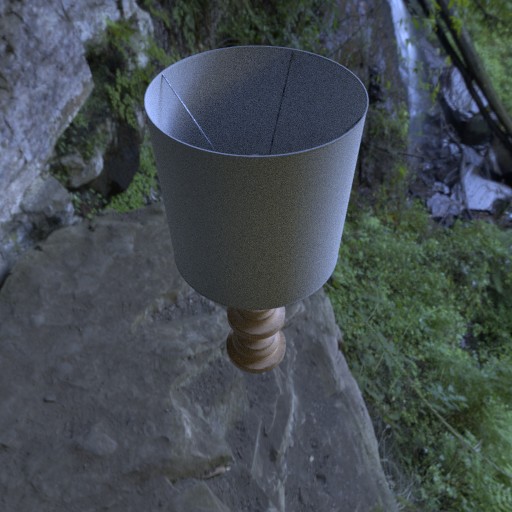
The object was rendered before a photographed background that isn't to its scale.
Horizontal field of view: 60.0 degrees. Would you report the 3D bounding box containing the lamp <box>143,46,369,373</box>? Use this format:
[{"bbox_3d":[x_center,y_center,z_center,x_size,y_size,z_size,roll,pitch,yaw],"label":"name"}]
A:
[{"bbox_3d":[0.000,0.000,0.584,0.208,0.455,0.208,2,48,2],"label":"lamp"}]
